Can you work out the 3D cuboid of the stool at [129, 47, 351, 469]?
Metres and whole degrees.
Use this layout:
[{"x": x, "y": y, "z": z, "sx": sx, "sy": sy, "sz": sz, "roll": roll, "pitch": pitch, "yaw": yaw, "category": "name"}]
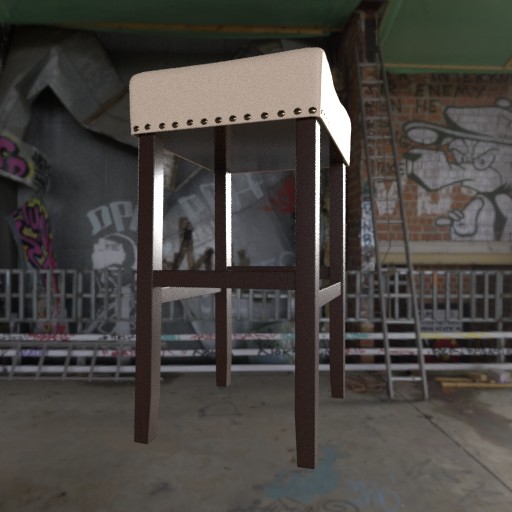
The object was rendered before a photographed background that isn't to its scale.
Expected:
[{"x": 0.000, "y": 0.000, "z": 1.060, "sx": 0.401, "sy": 0.762, "sz": 0.471, "roll": 0, "pitch": 0, "yaw": 18, "category": "stool"}]
